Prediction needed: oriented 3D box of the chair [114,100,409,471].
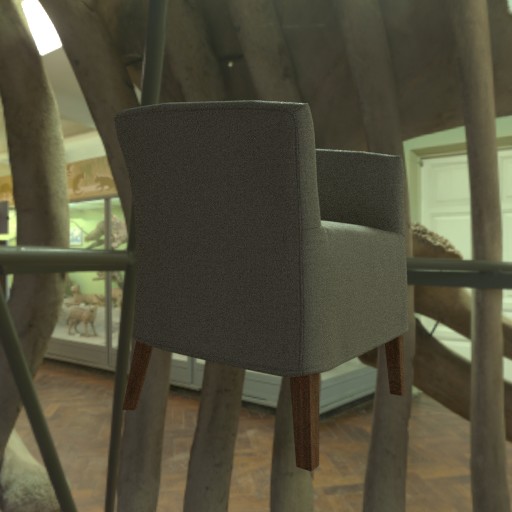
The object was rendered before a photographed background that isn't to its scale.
[{"bbox_3d":[0.000,0.000,1.201,0.668,0.771,0.600,0,1,35],"label":"chair"}]
